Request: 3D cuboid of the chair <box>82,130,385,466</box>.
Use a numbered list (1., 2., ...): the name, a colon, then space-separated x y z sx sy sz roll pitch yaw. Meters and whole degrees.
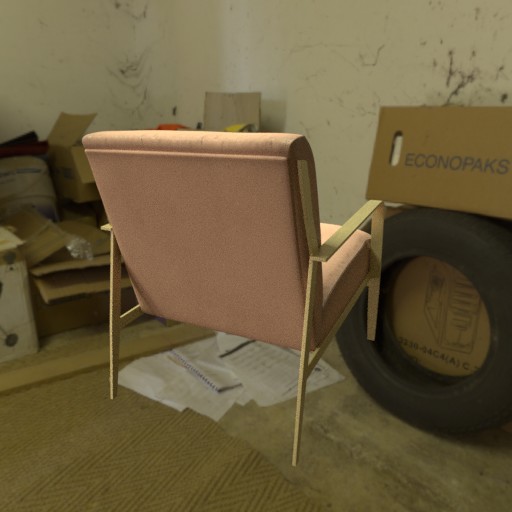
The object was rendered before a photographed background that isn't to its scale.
1. chair: 0.000 0.000 1.487 0.701 0.823 0.848 9 19 26
